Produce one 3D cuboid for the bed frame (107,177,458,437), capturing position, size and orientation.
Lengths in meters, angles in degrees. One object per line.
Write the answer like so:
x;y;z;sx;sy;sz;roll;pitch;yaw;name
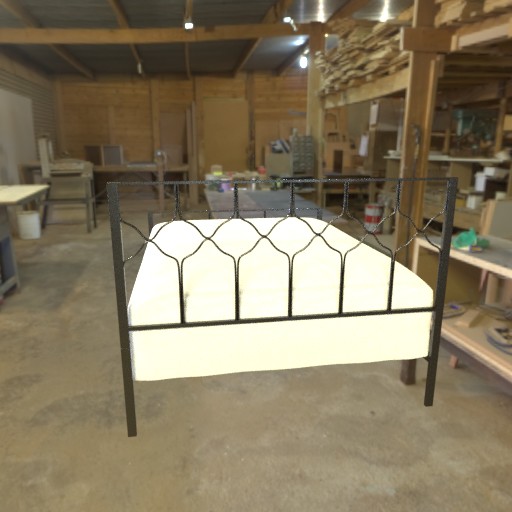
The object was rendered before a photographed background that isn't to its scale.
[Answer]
0.000;0.000;3.104;1.597;1.222;2.063;-2;15;-9;bed frame
